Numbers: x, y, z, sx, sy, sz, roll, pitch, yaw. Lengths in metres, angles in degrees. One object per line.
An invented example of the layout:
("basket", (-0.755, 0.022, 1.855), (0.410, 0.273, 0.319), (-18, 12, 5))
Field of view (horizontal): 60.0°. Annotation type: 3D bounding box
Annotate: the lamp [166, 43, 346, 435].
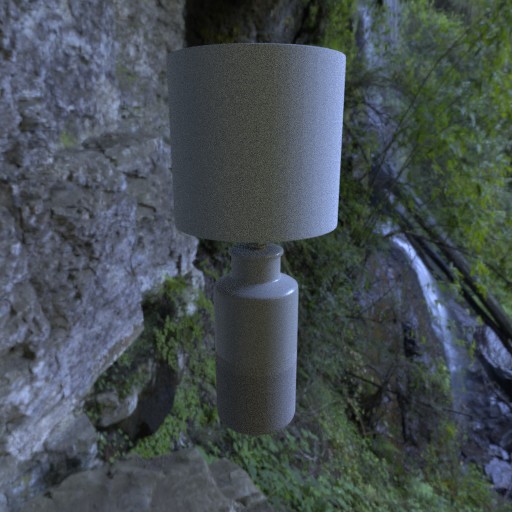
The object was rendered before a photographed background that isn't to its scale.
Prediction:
("lamp", (0.000, 0.000, 0.601), (0.212, 0.493, 0.212), (2, 17, 8))
